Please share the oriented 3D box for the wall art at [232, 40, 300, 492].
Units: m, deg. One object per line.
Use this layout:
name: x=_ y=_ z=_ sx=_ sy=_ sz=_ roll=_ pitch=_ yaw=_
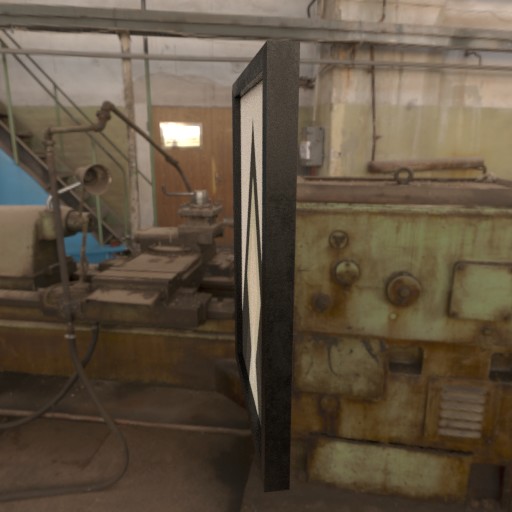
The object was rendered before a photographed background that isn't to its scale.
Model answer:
wall art: x=0.000 y=0.000 z=0.583 sx=0.031 sy=0.457 sz=0.313 roll=-2 pitch=15 yaw=-8
